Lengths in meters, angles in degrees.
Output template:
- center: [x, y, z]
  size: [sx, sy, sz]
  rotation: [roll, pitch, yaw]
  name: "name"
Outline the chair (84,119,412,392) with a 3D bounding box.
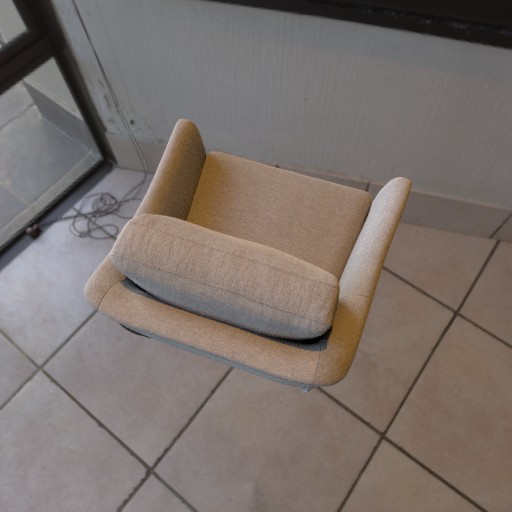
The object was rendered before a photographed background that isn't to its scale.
- center: [0.000, 0.000, 1.713]
  size: [0.986, 0.902, 0.961]
  rotation: [17, 64, 8]
  name: "chair"
